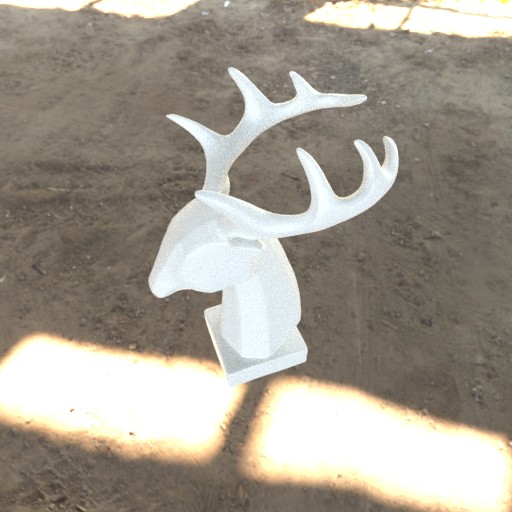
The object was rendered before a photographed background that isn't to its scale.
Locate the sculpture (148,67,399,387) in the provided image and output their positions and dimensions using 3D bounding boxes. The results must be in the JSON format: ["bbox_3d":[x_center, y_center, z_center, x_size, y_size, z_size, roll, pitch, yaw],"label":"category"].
[{"bbox_3d":[0.000,0.000,0.462,0.224,0.329,0.174,-15,48,-14],"label":"sculpture"}]
